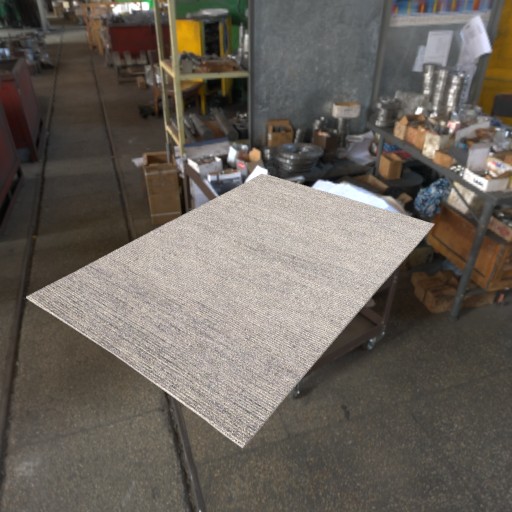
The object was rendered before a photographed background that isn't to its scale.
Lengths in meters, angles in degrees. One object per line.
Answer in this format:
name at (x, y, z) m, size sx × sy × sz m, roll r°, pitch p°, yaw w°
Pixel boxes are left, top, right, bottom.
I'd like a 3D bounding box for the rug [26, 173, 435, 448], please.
rug at (0.000, 0.000, 2.933) m, size 1.604 × 0.030 × 2.307 m, roll 23°, pitch 39°, yaw 30°
